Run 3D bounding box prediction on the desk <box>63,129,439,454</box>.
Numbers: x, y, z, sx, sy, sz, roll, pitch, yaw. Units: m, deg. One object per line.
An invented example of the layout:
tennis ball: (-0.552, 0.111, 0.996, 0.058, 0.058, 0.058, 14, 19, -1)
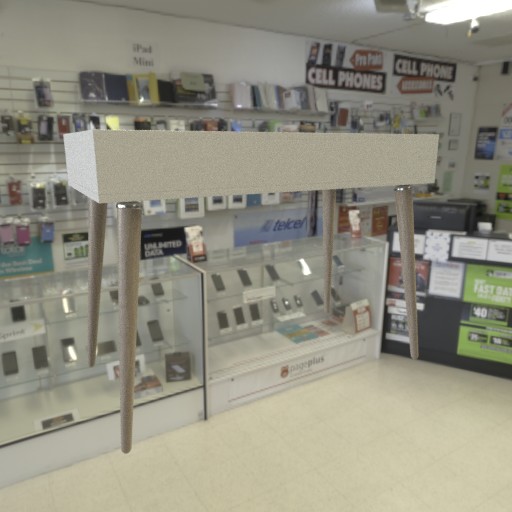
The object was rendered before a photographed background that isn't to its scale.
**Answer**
desk: (0.000, 0.000, 1.367, 0.979, 0.723, 0.491, -8, 16, -28)
